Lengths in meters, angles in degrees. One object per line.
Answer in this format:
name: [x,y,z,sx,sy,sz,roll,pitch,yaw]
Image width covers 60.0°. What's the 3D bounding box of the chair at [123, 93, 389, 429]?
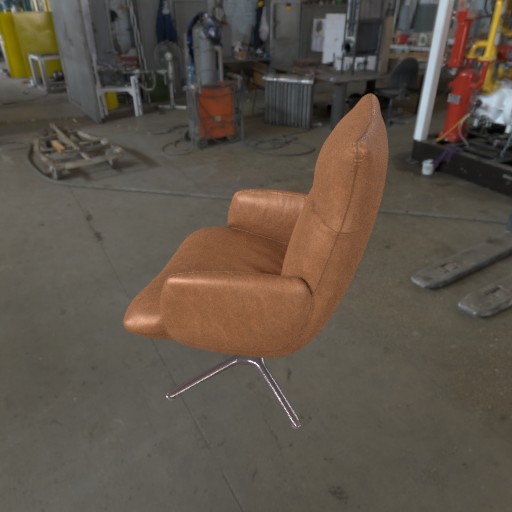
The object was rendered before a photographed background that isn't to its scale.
chair: [0.000,0.000,1.568,0.794,1.027,0.711,8,31,13]
